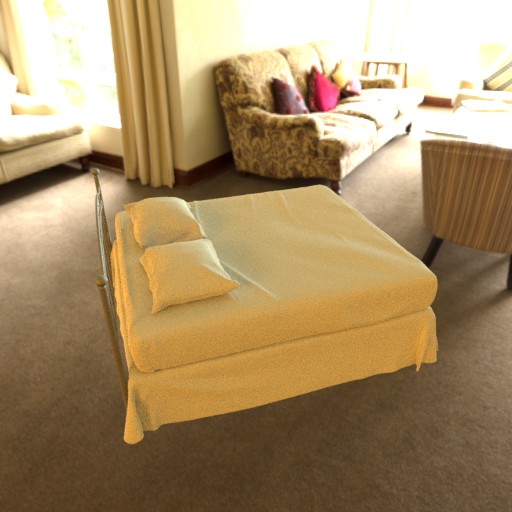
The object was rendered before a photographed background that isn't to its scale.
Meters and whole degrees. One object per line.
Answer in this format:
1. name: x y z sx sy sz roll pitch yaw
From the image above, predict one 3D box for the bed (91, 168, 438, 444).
1. bed: 0.000 0.000 3.340 2.215 1.080 1.936 -10 32 -16
